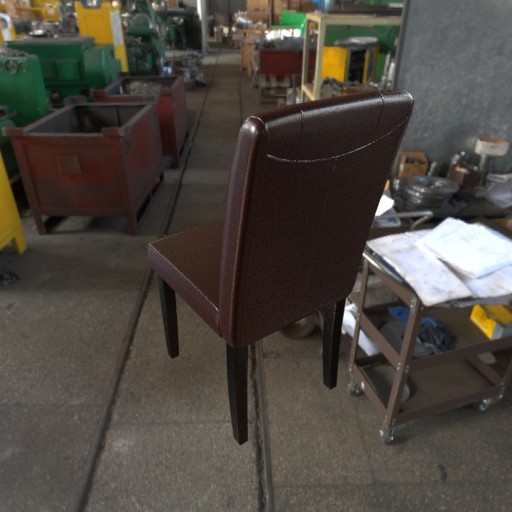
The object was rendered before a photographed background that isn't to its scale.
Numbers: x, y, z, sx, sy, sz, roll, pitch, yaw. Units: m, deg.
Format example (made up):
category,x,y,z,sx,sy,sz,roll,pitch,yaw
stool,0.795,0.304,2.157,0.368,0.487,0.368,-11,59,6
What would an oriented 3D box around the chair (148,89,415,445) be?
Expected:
category,x,y,z,sx,sy,sz,roll,pitch,yaw
chair,0.000,0.000,1.189,0.399,0.897,0.556,-20,36,-30
